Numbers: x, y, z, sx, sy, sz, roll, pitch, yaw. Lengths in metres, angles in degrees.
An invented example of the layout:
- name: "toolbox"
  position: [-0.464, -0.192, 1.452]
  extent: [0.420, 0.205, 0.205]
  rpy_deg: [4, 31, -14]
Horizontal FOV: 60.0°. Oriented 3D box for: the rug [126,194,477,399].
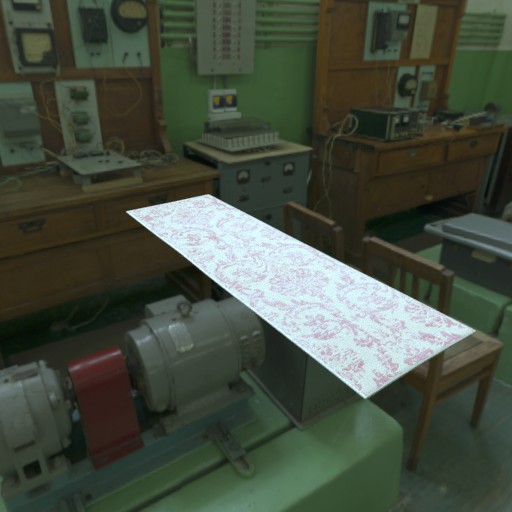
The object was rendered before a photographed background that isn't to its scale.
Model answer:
- name: "rug"
  position: [0.000, 0.000, 2.447]
  extent: [0.662, 0.011, 2.196]
  rpy_deg: [-17, 31, -31]
